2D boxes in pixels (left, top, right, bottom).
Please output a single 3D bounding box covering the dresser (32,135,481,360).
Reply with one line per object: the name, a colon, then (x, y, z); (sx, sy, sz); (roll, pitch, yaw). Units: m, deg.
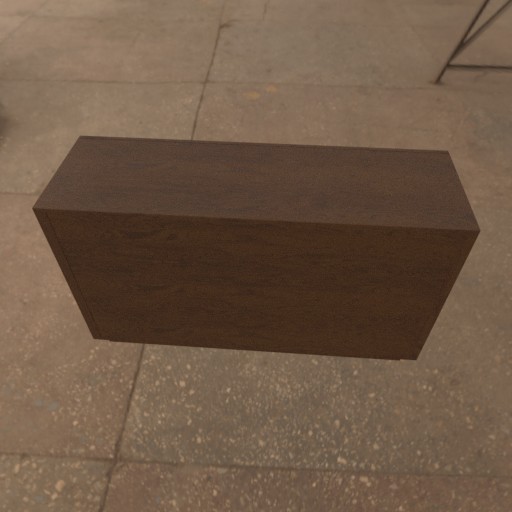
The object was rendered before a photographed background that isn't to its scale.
dresser: (0.000, 0.000, 1.995); (1.523, 0.889, 0.512); (3, 46, 3)
